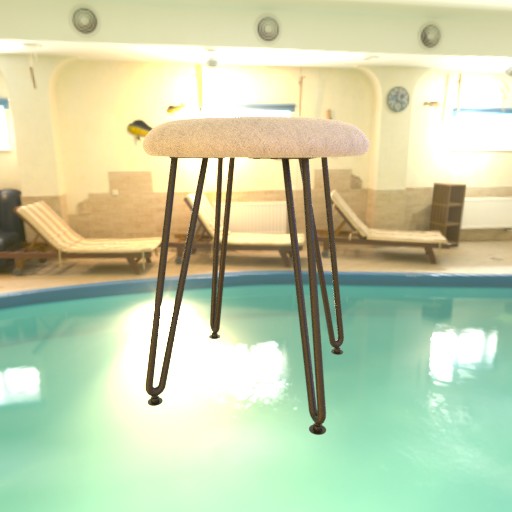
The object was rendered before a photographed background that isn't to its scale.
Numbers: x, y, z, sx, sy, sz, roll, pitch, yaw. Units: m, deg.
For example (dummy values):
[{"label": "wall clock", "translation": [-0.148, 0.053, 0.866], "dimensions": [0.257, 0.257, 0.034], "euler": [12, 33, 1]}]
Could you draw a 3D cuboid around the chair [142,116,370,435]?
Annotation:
[{"label": "chair", "translation": [0.000, 0.000, 0.658], "dimensions": [0.350, 0.386, 0.350], "euler": [-7, 16, -28]}]
